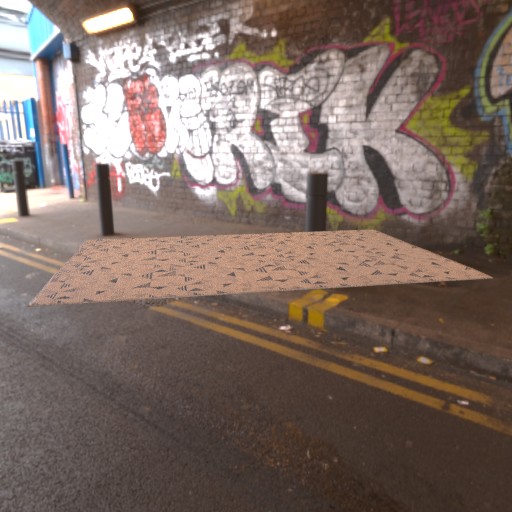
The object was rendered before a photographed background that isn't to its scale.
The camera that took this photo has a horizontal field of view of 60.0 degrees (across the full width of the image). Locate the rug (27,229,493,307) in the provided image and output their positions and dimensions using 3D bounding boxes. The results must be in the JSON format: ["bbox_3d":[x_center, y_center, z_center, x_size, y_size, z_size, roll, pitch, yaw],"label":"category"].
[{"bbox_3d":[0.000,0.000,2.999,2.457,0.009,1.512,-3,14,-10],"label":"rug"}]
